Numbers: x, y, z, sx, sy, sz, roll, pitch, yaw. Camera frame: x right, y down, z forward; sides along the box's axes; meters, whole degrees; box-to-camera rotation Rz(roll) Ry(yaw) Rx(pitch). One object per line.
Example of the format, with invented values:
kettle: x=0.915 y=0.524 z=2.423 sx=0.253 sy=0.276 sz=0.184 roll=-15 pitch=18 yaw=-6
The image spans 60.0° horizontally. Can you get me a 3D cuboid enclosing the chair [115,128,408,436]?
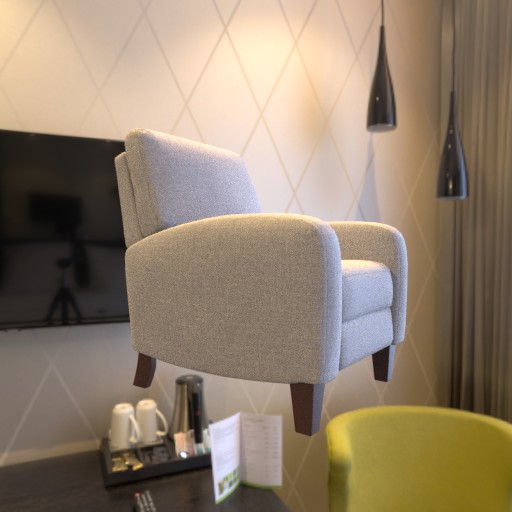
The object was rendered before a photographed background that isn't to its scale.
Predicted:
chair: x=0.000 y=0.000 z=1.746 sx=0.990 sy=0.990 sz=0.762 roll=1 pitch=2 yaw=36
